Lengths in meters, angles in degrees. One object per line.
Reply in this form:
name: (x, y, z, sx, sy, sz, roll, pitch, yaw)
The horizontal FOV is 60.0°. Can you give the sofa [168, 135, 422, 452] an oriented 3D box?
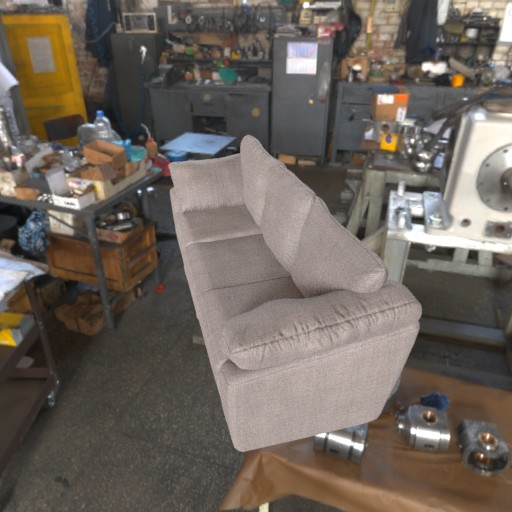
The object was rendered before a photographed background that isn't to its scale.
sofa: (0.000, 0.000, 2.838, 0.878, 0.996, 2.334, -8, 31, -13)
